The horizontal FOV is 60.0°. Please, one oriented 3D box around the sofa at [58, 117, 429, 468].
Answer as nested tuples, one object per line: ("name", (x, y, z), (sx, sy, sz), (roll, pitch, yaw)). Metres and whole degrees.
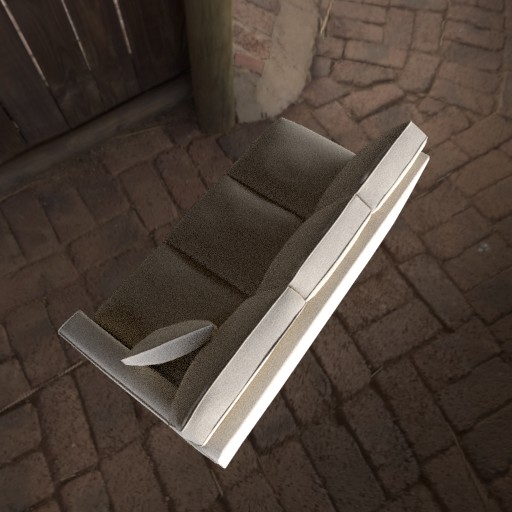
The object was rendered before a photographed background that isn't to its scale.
("sofa", (0.000, 0.000, 2.528), (1.034, 0.946, 1.963), (33, 67, 16))
